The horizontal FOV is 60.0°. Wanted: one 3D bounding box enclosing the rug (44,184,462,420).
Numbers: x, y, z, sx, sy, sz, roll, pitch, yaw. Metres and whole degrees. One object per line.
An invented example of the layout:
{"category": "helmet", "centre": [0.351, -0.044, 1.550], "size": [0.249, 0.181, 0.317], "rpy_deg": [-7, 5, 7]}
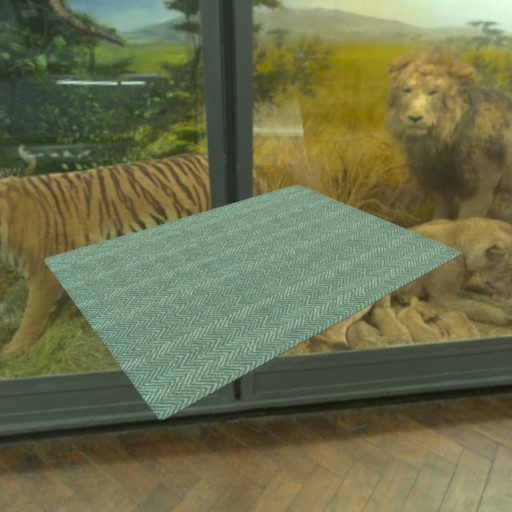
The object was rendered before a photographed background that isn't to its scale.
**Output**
{"category": "rug", "centre": [0.000, 0.000, 5.162], "size": [3.957, 0.011, 2.894], "rpy_deg": [-21, 36, -32]}
